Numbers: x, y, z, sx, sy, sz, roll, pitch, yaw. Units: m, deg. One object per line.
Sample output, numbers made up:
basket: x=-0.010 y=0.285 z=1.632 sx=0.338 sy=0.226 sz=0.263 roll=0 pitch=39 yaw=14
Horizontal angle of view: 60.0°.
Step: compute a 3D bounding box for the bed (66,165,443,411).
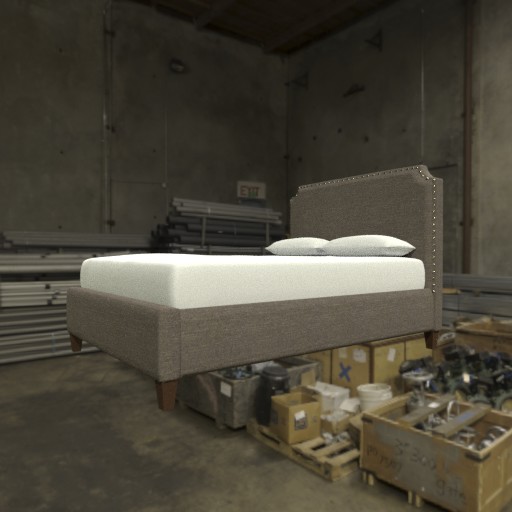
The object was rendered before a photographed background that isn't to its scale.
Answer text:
bed: x=0.000 y=0.000 z=3.434 sx=2.381 sy=1.457 sz=1.713 roll=0 pitch=0 yaw=-37
